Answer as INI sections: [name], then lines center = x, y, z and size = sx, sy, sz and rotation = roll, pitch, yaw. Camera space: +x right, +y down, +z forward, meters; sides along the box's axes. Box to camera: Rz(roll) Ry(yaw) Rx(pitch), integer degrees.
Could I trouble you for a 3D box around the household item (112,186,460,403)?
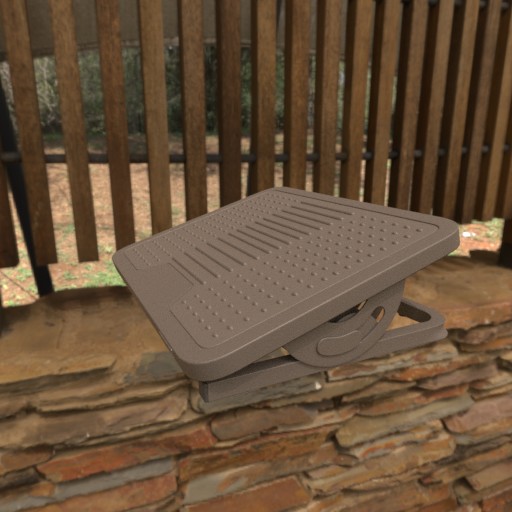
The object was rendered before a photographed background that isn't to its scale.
[household item]
center = 0.000, 0.000, 0.552
size = 0.301, 0.126, 0.390
rotation = -7, 17, -25
